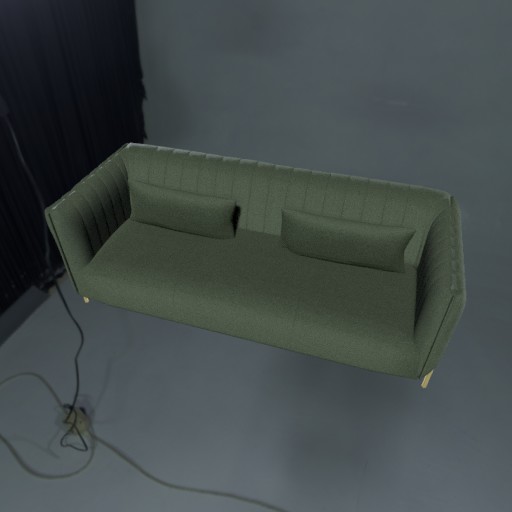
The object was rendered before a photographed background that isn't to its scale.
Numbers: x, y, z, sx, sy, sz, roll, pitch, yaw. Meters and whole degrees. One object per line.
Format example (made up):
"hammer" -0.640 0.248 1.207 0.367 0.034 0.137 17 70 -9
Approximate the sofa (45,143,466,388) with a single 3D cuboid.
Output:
"sofa" 0.000 0.000 2.594 2.137 0.793 0.896 12 42 13
